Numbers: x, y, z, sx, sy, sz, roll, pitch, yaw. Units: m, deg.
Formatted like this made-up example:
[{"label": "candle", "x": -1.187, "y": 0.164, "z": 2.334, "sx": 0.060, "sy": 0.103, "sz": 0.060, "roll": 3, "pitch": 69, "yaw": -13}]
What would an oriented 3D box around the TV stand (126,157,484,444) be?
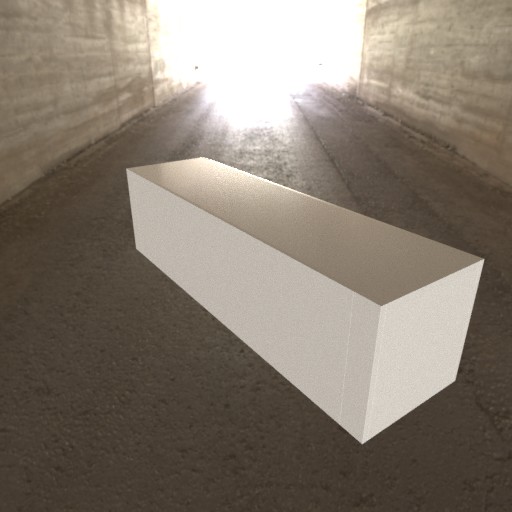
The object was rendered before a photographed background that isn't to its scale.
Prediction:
[{"label": "TV stand", "x": 0.000, "y": 0.000, "z": 1.708, "sx": 0.410, "sy": 0.440, "sz": 1.500, "roll": -17, "pitch": 30, "yaw": -32}]
